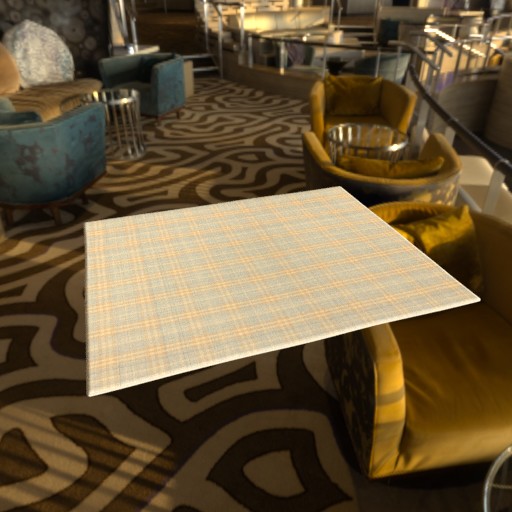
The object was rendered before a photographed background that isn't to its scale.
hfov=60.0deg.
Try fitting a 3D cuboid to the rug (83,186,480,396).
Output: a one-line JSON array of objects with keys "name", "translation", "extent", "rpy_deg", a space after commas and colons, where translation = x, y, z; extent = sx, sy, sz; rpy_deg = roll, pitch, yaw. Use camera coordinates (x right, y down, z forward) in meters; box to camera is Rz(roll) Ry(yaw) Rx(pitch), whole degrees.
[{"name": "rug", "translation": [0.000, 0.000, 4.169], "extent": [3.066, 0.030, 2.462], "rpy_deg": [-10, 33, -16]}]
